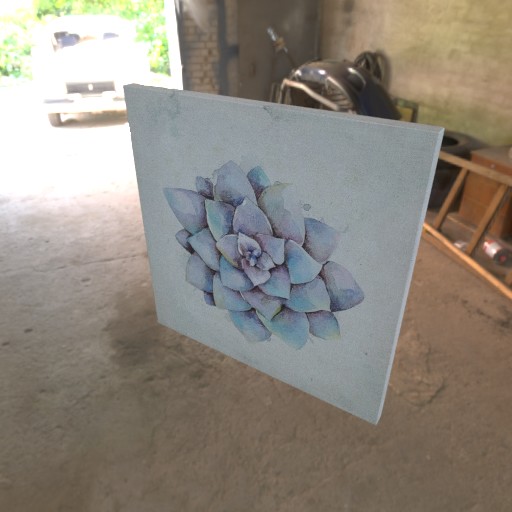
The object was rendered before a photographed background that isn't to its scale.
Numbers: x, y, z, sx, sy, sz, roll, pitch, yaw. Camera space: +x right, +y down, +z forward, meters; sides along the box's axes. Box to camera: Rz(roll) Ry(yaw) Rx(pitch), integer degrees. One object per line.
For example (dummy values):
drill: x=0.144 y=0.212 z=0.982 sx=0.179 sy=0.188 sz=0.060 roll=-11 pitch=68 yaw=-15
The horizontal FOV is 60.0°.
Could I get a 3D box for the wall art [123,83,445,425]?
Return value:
wall art: x=0.000 y=0.000 z=1.137 sx=0.762 sy=0.762 sz=0.038 roll=18 pitch=36 yaw=27
